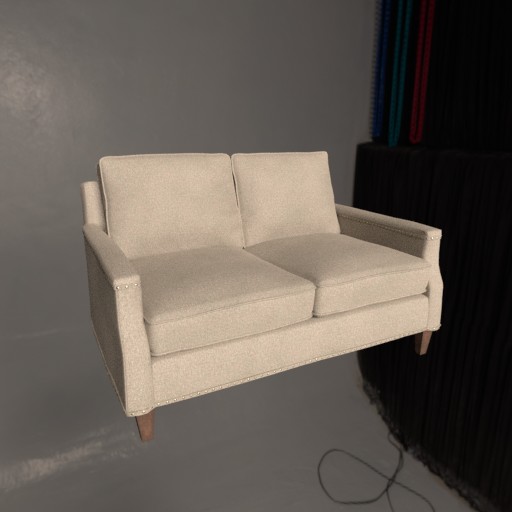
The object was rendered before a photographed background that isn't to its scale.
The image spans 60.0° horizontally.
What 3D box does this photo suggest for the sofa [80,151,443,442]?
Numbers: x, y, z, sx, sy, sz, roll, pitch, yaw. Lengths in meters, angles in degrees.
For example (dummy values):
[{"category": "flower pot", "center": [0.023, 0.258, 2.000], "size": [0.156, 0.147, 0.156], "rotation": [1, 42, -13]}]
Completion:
[{"category": "sofa", "center": [0.000, 0.000, 2.263], "size": [1.597, 1.003, 1.084], "rotation": [-8, 18, -26]}]
